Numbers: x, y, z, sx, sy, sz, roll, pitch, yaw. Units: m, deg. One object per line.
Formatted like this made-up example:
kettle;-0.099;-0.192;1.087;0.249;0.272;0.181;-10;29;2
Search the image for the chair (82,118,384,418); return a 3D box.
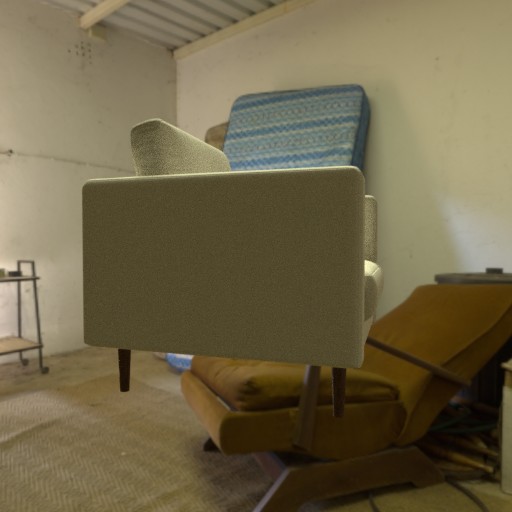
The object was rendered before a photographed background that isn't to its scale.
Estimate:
chair;0.000;0.000;1.608;0.879;0.899;0.831;0;2;18
